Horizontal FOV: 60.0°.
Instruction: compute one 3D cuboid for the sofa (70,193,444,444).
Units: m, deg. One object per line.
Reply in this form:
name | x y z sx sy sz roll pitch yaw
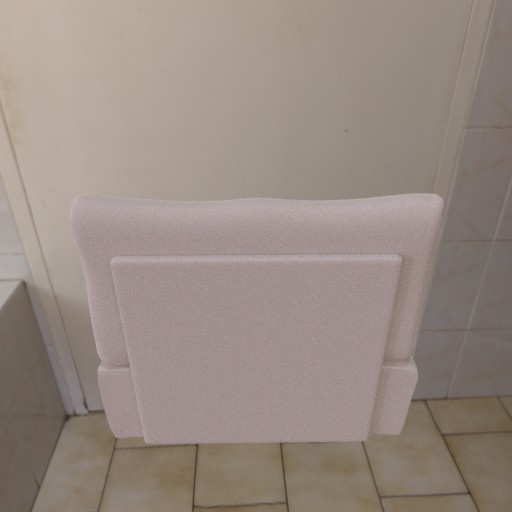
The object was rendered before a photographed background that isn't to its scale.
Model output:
sofa | 0.000 0.000 1.629 0.935 0.828 1.000 0 30 -1
